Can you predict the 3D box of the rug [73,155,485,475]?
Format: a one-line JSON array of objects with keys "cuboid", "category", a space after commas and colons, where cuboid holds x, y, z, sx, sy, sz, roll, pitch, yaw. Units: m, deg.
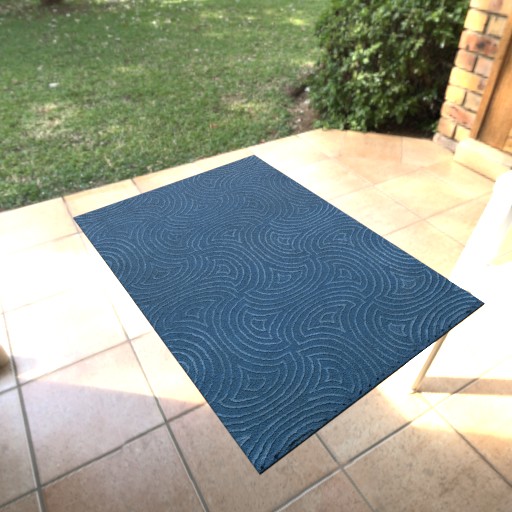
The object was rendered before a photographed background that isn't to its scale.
[{"cuboid": [0.000, 0.000, 2.736, 1.543, 0.015, 2.144, -25, 46, -27], "category": "rug"}]
